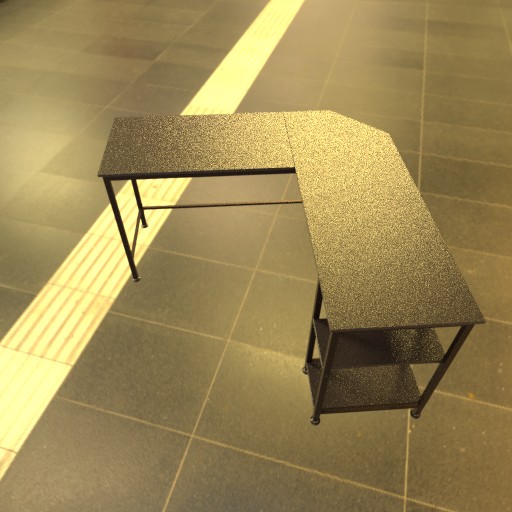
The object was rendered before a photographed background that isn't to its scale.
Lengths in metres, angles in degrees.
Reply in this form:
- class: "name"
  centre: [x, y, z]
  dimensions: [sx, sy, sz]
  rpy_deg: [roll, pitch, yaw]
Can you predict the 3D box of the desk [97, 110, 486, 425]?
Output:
- class: "desk"
  centre: [0.000, 0.000, 2.125]
  dimensions: [1.379, 0.739, 1.379]
  rpy_deg: [-3, 46, -3]
